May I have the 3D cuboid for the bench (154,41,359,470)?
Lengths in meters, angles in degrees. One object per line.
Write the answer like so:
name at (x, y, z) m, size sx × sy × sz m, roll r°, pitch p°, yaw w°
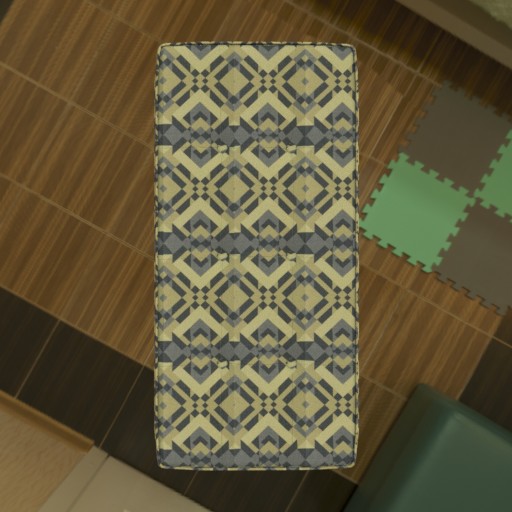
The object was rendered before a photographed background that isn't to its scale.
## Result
bench at (0.000, 0.000, 1.262) m, size 0.492 × 0.477 × 1.016 m, roll 0°, pitch 90°, yaw 0°
